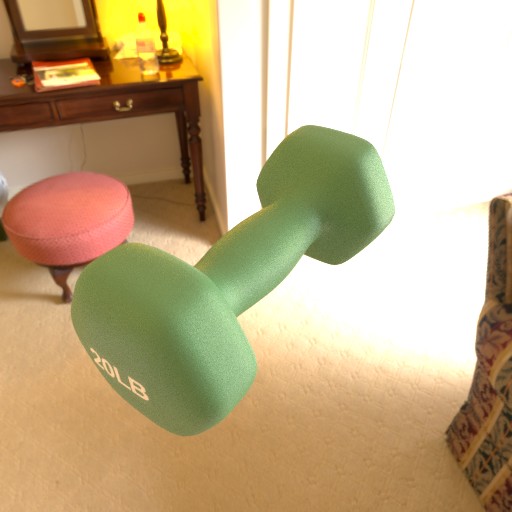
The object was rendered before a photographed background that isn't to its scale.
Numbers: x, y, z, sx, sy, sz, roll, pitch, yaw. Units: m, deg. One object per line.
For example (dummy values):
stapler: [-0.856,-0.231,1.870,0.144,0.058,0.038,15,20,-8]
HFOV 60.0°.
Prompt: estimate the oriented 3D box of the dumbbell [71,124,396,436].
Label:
dumbbell: [0.000,0.000,0.324,0.126,0.114,0.257,26,47,27]
